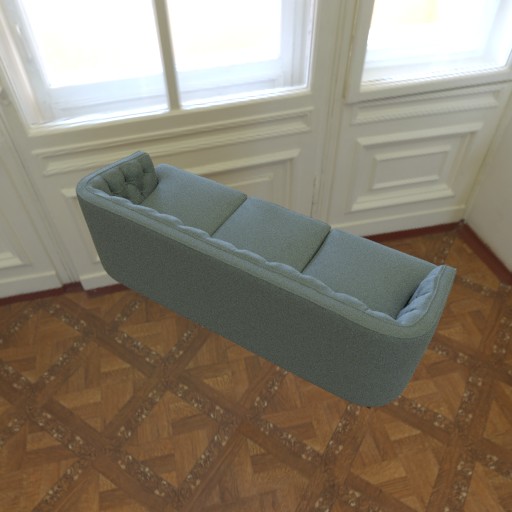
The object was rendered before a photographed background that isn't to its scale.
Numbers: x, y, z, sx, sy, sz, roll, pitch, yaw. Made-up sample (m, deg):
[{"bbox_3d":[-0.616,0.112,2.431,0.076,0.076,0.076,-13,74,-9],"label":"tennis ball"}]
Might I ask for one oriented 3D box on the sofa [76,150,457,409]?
[{"bbox_3d":[0.000,0.000,2.827,2.278,0.855,0.941,23,51,21],"label":"sofa"}]
